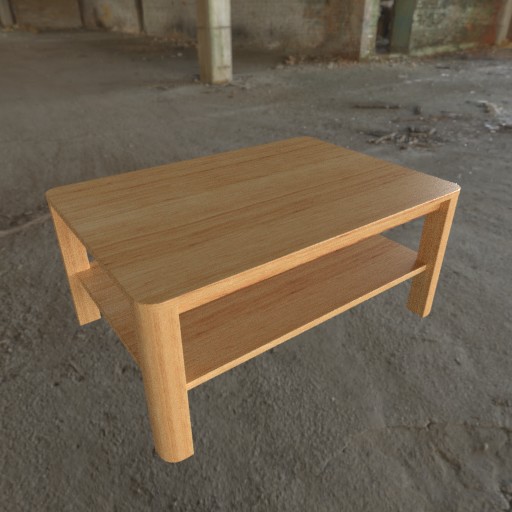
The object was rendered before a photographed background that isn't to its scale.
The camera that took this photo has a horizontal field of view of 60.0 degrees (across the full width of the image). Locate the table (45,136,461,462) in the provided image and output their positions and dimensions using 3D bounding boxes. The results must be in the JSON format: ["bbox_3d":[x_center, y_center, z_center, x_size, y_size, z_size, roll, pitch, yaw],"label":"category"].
[{"bbox_3d":[0.000,0.000,1.378,0.997,0.445,0.696,-20,36,-31],"label":"table"}]
